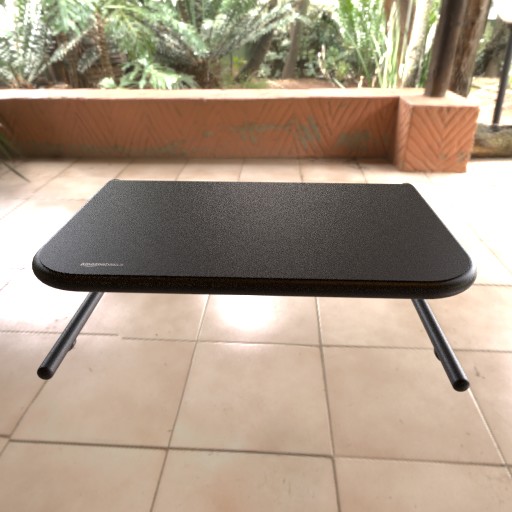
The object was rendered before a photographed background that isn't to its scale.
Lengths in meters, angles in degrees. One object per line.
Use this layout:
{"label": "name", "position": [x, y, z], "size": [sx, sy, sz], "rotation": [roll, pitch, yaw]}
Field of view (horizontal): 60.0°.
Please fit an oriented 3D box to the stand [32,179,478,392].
{"label": "stand", "position": [0.000, 0.000, 0.476], "size": [0.370, 0.108, 0.280], "rotation": [1, 29, 2]}
